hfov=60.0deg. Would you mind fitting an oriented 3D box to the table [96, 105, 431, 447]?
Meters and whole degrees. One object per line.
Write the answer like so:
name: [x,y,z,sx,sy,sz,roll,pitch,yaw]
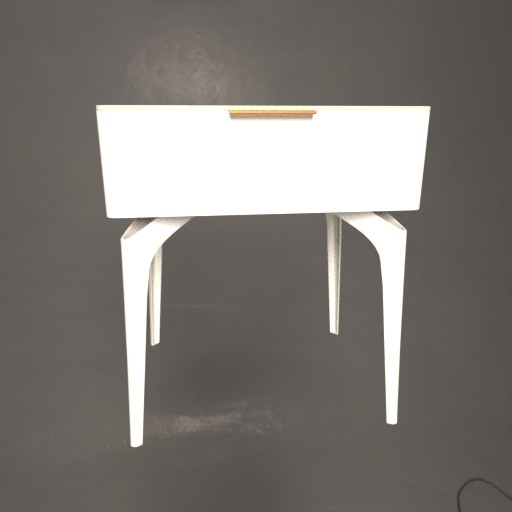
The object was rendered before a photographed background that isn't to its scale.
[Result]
table: [0.000,0.000,0.902,0.500,0.570,0.400,-2,17,-7]
